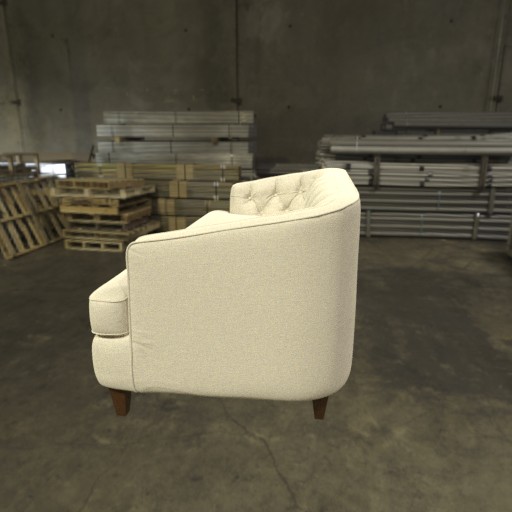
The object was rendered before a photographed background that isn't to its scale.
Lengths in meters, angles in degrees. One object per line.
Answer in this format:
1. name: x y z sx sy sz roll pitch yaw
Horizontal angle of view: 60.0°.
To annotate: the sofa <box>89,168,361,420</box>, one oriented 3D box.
1. sofa: 0.000 0.000 2.225 0.941 0.855 1.733 2 15 8
